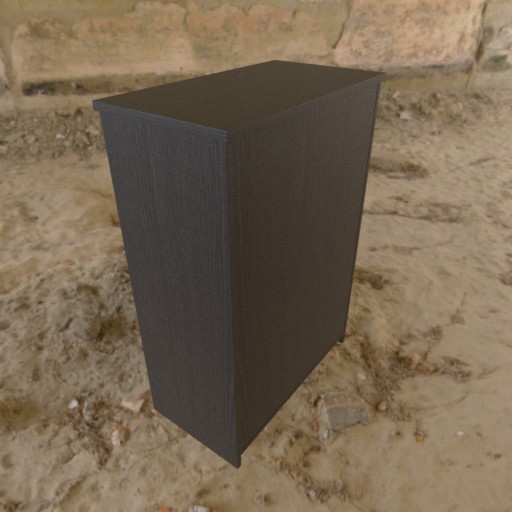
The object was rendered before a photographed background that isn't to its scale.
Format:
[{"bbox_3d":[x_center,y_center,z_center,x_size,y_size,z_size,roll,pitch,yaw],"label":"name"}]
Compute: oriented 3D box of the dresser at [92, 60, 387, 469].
[{"bbox_3d":[0.000,0.000,1.387,0.399,1.020,0.704,22,38,30],"label":"dresser"}]
